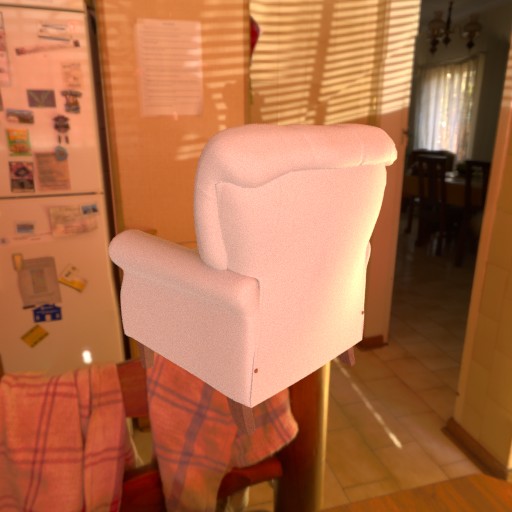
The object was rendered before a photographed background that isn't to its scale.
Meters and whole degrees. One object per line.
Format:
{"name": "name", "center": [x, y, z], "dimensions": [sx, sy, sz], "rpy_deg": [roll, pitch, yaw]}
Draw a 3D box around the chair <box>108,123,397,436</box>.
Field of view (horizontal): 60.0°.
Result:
{"name": "chair", "center": [0.000, 0.000, 2.124], "dimensions": [1.128, 1.217, 1.090], "rpy_deg": [16, 23, 42]}
